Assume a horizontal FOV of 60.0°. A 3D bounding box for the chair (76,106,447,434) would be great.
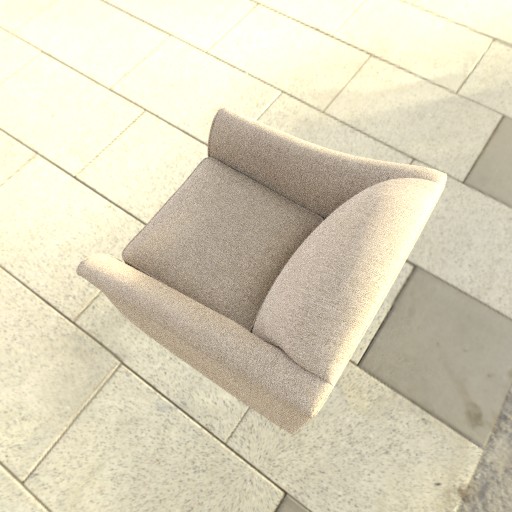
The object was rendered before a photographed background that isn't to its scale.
[{"bbox_3d":[0.000,0.000,1.435,0.787,0.839,0.763,30,68,14],"label":"chair"}]
